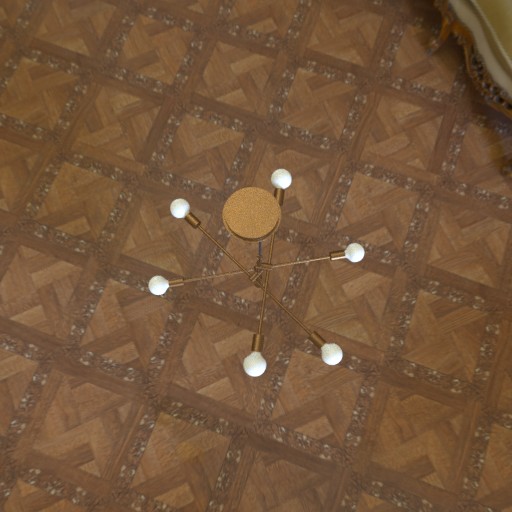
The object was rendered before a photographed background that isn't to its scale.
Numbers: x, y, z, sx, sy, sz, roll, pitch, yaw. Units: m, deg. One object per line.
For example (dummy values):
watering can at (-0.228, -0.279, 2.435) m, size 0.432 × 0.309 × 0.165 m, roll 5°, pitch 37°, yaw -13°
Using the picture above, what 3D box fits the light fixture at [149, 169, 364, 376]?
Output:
light fixture at (0.000, 0.000, 1.269) m, size 0.682 × 0.744 × 0.637 m, roll 19°, pitch 76°, yaw 5°
